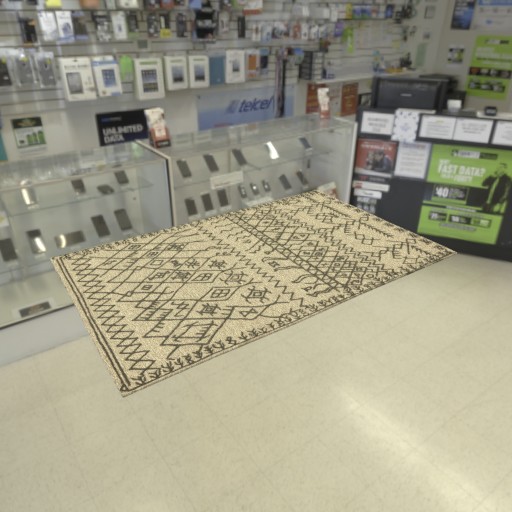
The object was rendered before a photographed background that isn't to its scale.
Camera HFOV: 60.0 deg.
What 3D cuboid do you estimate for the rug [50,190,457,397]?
[{"bbox_3d":[0.000,0.000,3.129,2.444,0.012,1.530,-18,34,-29],"label":"rug"}]
